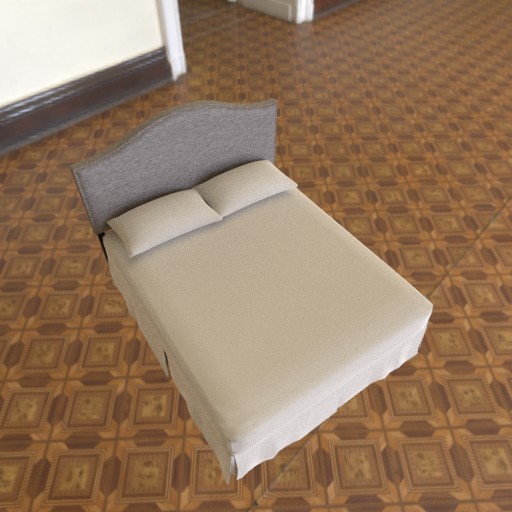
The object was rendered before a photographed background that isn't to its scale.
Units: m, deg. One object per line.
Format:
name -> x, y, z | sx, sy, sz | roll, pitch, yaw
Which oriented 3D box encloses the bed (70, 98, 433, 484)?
bed -> 0.000, 0.000, 2.892 | 1.610, 1.295, 1.870 | -26, 52, -23
